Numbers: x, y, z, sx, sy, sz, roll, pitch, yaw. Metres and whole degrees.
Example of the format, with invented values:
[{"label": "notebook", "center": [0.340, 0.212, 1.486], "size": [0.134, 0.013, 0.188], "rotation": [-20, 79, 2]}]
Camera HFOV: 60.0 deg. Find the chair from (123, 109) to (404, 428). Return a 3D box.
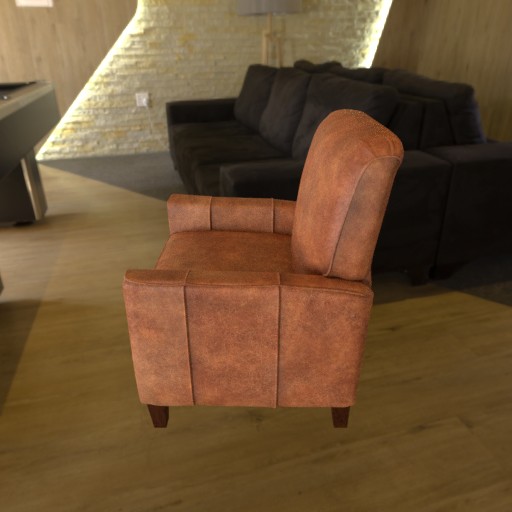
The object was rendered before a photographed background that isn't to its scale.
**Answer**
[{"label": "chair", "center": [0.000, 0.000, 1.724], "size": [0.836, 1.043, 0.843], "rotation": [0, 26, 1]}]
